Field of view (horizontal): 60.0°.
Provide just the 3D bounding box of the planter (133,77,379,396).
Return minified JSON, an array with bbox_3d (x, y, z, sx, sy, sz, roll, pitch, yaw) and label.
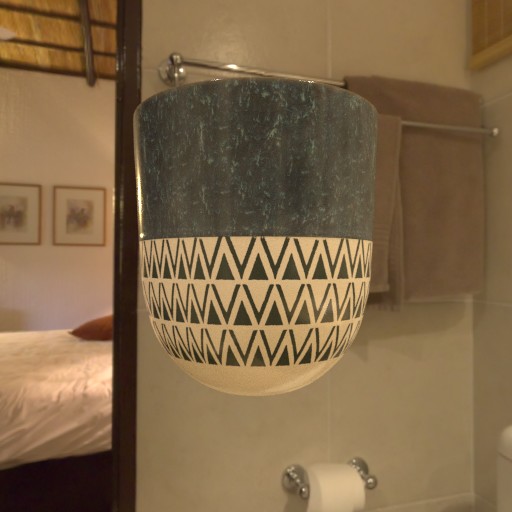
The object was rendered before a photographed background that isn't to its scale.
[{"bbox_3d":[0.000,0.000,0.363,0.195,0.214,0.195,0,-1,0],"label":"planter"}]
